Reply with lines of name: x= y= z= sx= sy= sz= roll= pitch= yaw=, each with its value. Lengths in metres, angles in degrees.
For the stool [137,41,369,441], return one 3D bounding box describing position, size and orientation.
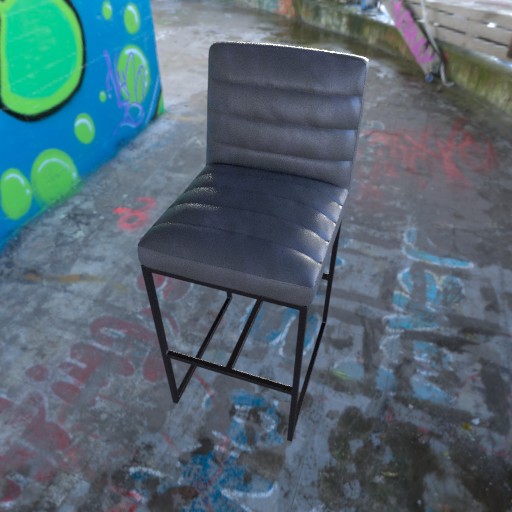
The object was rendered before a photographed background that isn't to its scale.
stool: x=0.000 y=0.000 z=1.354 sx=0.463 sy=1.065 sz=0.562 roll=13 pitch=43 yaw=14
